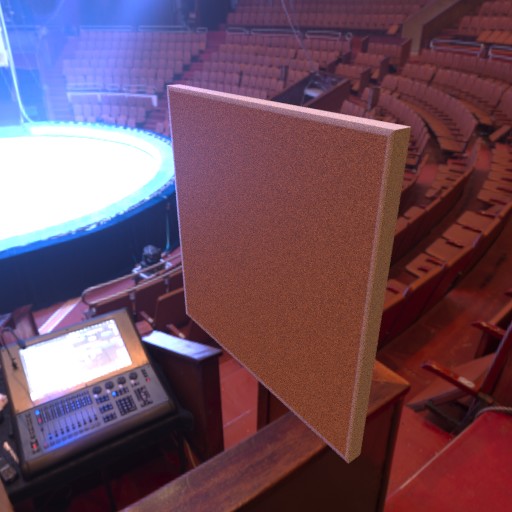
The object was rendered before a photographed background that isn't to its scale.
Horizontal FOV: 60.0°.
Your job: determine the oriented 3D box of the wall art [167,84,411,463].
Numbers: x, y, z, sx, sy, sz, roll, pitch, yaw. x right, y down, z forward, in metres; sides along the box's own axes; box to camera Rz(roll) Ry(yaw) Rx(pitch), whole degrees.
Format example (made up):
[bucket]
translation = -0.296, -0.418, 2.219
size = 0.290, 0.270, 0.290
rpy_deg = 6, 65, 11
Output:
[wall art]
translation = 0.000, 0.000, 1.144
size = 0.041, 0.765, 0.768
rpy_deg = -19, 33, -33
